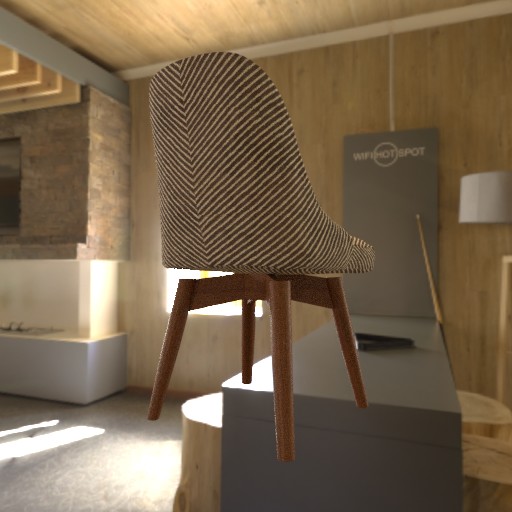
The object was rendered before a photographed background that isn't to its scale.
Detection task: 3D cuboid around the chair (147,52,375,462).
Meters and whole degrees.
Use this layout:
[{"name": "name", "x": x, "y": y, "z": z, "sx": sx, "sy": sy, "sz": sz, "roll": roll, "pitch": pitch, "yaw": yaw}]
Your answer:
[{"name": "chair", "x": 0.000, "y": 0.000, "z": 1.232, "sx": 0.504, "sy": 0.883, "sz": 0.591, "roll": 0, "pitch": -1, "yaw": 36}]
